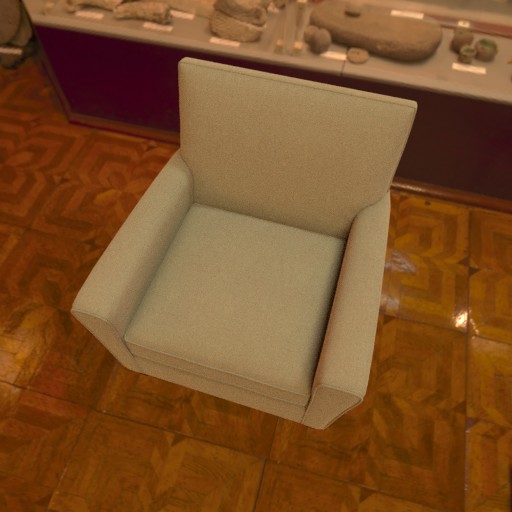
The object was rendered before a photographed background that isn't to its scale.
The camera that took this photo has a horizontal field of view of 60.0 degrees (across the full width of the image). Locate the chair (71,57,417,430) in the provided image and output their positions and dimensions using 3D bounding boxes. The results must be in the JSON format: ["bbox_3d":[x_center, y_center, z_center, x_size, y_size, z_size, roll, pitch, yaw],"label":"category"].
[{"bbox_3d":[0.000,0.000,1.536,0.840,0.846,0.871,15,59,9],"label":"chair"}]
